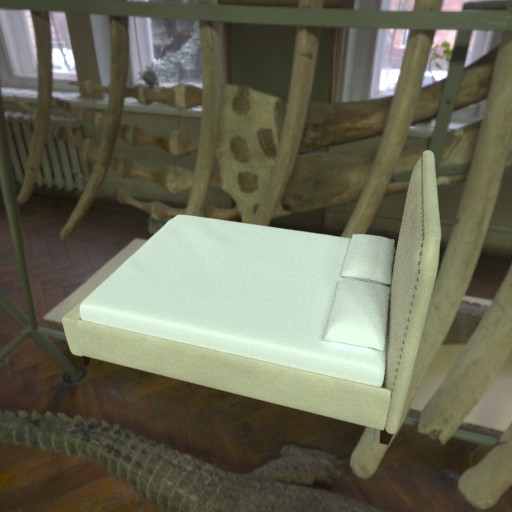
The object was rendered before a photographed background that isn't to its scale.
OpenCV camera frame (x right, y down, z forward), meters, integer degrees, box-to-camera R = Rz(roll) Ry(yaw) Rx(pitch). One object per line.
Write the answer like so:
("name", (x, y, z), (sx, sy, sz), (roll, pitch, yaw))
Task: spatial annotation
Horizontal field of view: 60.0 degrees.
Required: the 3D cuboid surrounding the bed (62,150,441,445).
("bed", (0.000, 0.000, 3.376), (2.372, 1.443, 1.712), (9, 32, 15))
